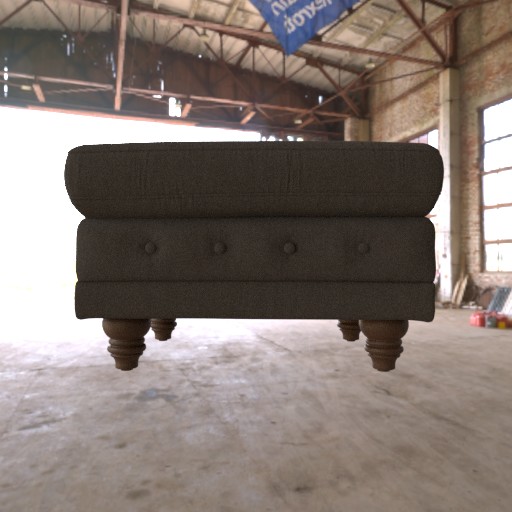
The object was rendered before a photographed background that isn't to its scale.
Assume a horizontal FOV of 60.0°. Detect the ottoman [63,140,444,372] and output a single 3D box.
[{"bbox_3d":[0.000,0.000,1.145,0.771,0.500,0.569,0,-1,1],"label":"ottoman"}]
